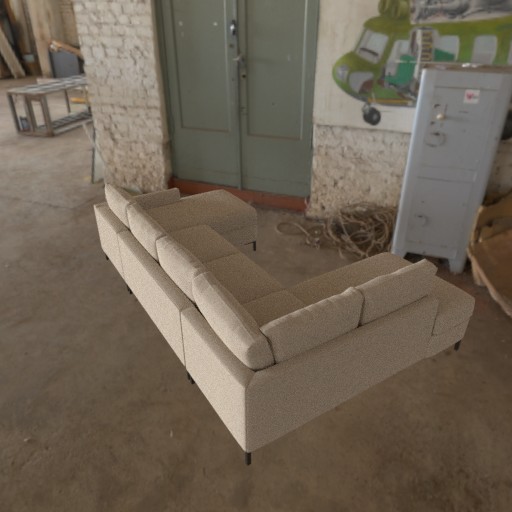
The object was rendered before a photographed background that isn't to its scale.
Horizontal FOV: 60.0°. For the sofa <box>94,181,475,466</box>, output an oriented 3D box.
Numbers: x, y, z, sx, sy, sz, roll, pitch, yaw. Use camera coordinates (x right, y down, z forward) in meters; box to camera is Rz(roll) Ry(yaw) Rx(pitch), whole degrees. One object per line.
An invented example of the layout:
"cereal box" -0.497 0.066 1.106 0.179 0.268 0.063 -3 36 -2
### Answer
"sofa" 0.000 0.000 3.885 1.989 0.862 2.984 -17 34 -28
